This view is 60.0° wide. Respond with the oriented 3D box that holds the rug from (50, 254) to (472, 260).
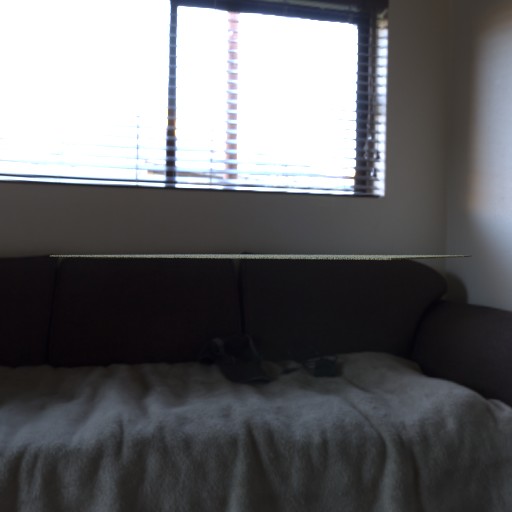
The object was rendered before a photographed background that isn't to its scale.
[{"bbox_3d":[0.000,0.000,2.186,1.747,0.006,1.143,0,1,36],"label":"rug"}]
